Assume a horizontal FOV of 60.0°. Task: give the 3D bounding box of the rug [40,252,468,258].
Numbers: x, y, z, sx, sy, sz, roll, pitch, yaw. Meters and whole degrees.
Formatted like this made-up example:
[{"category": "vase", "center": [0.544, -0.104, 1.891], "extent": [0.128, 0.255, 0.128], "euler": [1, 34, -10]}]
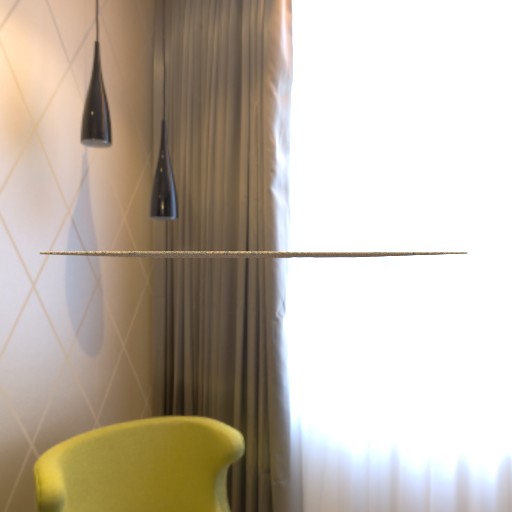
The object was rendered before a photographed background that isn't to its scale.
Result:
[{"category": "rug", "center": [0.000, 0.000, 4.050], "extent": [2.457, 0.015, 3.049], "euler": [0, -1, 1]}]
